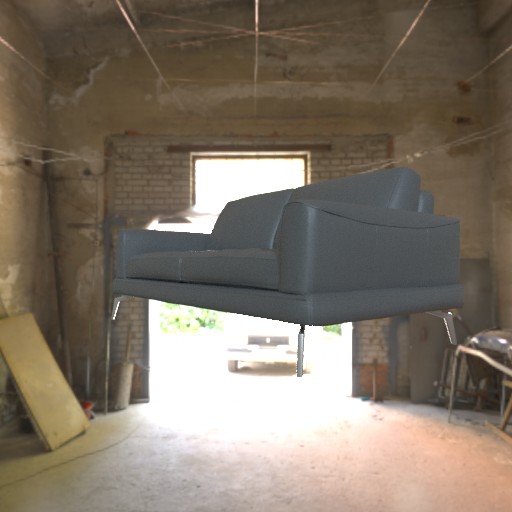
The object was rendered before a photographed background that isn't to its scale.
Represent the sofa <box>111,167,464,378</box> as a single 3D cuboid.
[{"bbox_3d":[0.000,0.000,2.762,1.121,0.930,2.177,0,-1,-36],"label":"sofa"}]
